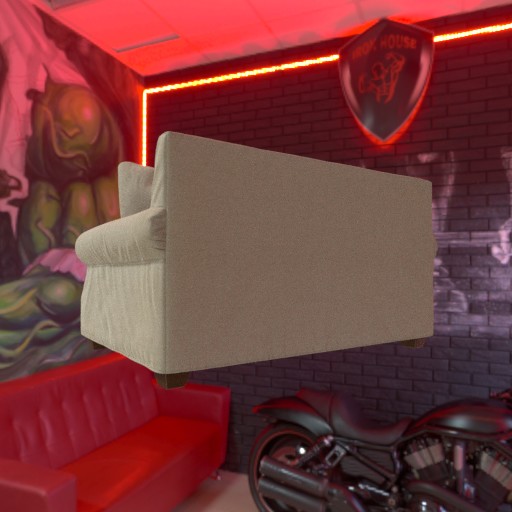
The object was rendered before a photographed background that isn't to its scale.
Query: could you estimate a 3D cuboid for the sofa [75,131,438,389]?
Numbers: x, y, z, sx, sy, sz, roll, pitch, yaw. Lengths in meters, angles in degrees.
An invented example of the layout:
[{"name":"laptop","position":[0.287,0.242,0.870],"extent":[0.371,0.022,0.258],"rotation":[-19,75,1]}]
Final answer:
[{"name":"sofa","position":[0.000,0.000,2.208],"extent":[1.550,0.905,1.070],"rotation":[1,-2,-35]}]
